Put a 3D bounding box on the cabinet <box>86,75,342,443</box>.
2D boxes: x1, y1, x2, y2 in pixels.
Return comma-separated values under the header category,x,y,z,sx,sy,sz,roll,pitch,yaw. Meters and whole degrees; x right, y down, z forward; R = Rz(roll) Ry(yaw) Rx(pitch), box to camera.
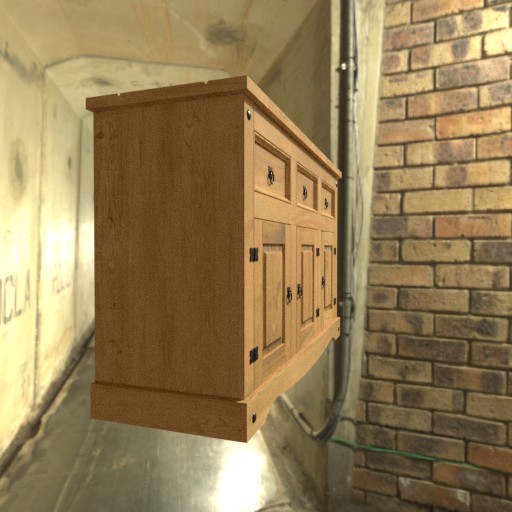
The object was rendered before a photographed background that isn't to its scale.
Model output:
category,x,y,z,sx,sy,sz,roll,pitch,yaw
cabinet,0.000,0.000,1.664,0.432,0.810,1.321,0,1,20
